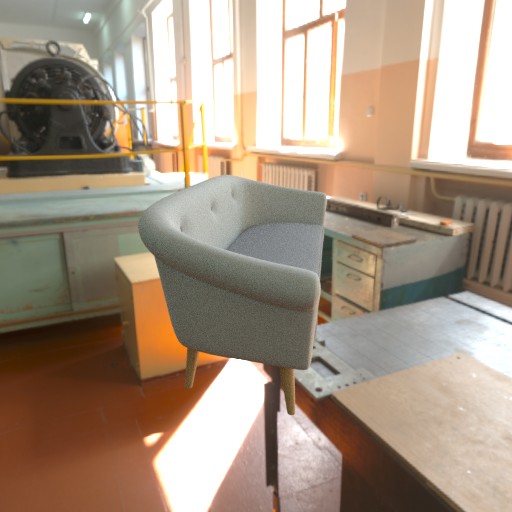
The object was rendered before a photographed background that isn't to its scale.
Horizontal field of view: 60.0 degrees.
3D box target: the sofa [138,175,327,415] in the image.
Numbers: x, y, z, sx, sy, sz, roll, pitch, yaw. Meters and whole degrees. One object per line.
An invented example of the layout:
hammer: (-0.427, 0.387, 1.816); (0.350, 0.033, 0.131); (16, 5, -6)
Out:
sofa: (0.000, 0.000, 2.612); (0.827, 0.795, 2.160); (3, 16, 9)
